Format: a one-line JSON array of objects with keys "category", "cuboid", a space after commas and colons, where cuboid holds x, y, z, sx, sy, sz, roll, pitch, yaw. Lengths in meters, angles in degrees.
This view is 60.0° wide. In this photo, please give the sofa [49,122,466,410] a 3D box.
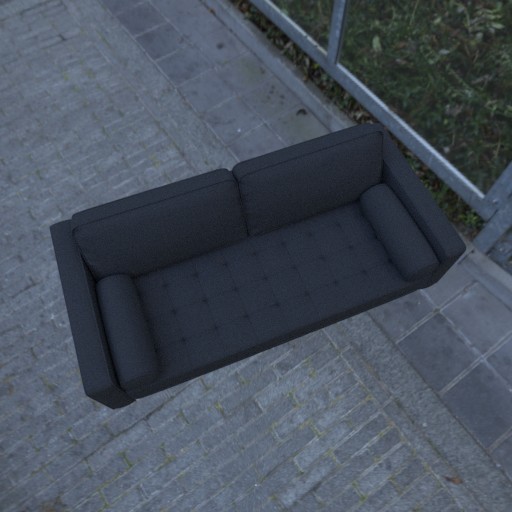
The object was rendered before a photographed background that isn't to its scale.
[{"category": "sofa", "cuboid": [0.000, 0.000, 2.338, 1.875, 0.759, 0.914, -19, 64, -10]}]
